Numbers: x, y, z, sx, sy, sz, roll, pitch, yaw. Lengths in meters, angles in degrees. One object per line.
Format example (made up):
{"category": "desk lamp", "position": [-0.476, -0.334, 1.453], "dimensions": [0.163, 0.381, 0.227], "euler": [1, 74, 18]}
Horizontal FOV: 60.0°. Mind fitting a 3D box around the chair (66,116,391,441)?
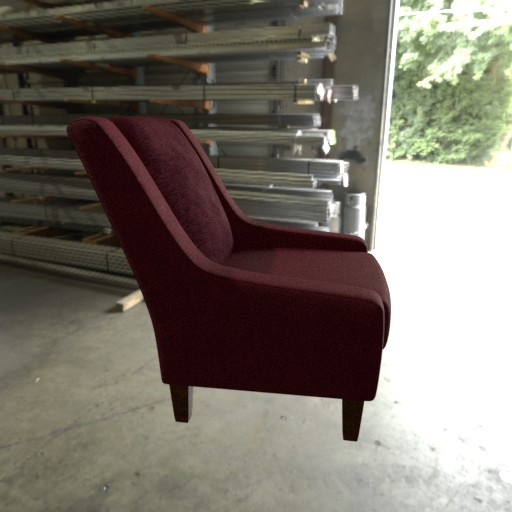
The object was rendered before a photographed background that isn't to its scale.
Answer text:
{"category": "chair", "position": [0.000, 0.000, 1.691], "dimensions": [0.985, 1.017, 0.793], "euler": [3, 17, 9]}
